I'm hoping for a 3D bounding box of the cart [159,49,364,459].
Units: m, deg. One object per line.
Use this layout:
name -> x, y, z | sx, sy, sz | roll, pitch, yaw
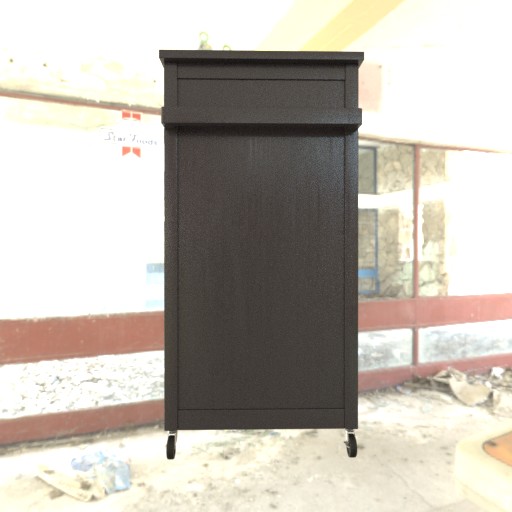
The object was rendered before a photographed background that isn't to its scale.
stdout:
cart -> 0.000, 0.000, 1.260 | 0.449, 0.878, 0.690 | 0, 0, -1
